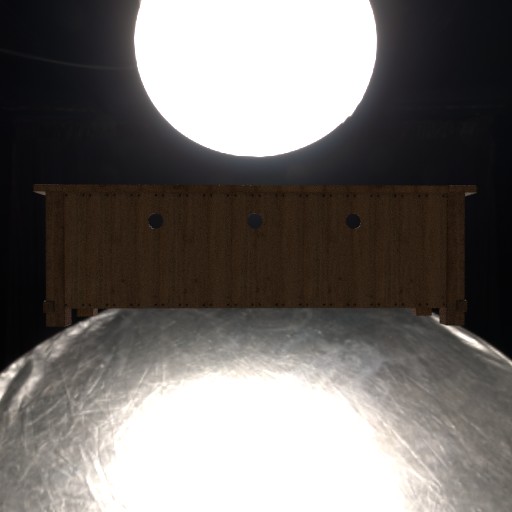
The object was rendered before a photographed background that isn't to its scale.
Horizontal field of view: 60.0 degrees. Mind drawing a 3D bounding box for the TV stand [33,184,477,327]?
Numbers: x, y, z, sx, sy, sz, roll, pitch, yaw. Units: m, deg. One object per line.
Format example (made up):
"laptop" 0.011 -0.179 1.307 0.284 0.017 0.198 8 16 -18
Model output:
"TV stand" 0.000 0.000 2.020 1.804 0.573 0.453 0 -1 -1
